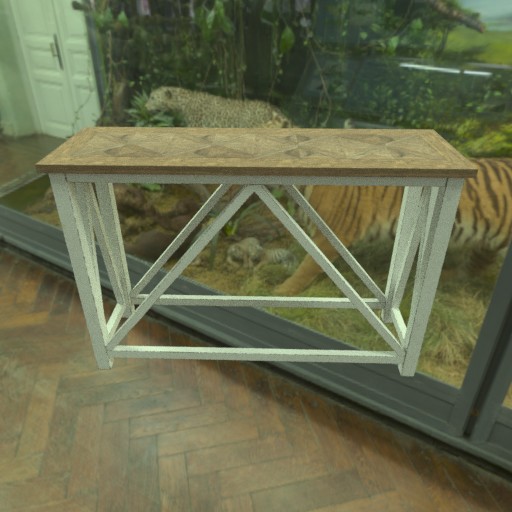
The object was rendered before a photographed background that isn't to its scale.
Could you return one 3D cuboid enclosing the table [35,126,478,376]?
[{"bbox_3d":[0.000,0.000,1.830,1.400,0.930,0.450,1,31,1],"label":"table"}]
